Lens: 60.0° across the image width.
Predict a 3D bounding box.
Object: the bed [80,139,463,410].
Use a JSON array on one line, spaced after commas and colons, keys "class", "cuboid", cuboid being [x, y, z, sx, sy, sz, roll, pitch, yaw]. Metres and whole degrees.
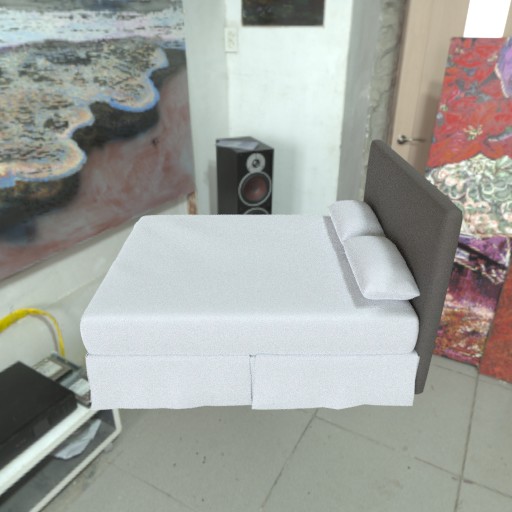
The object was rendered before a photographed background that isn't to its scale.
[{"class": "bed", "cuboid": [0.000, 0.000, 3.230, 2.142, 1.330, 1.723, 0, 27, 0]}]
